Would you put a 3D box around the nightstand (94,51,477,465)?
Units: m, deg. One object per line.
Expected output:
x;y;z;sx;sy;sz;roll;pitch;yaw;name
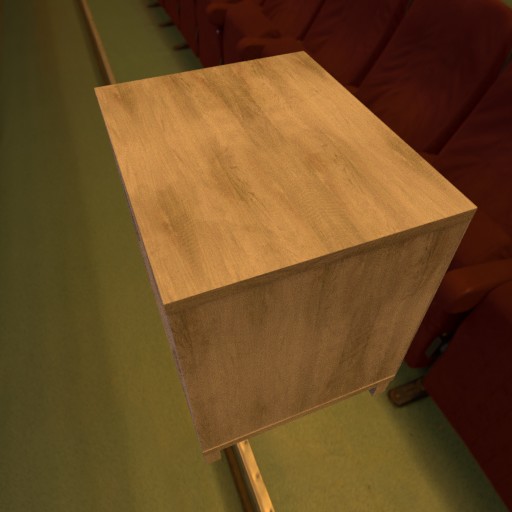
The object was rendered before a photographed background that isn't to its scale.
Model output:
0.000;0.000;0.732;0.347;0.448;0.427;-16;50;-15;nightstand
